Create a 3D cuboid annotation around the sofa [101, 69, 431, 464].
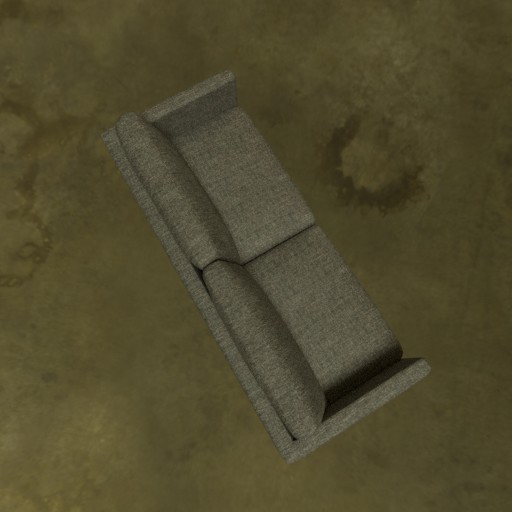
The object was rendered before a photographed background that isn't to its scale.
[{"bbox_3d":[0.000,0.000,2.800,0.948,0.960,2.208,-30,78,-7],"label":"sofa"}]
